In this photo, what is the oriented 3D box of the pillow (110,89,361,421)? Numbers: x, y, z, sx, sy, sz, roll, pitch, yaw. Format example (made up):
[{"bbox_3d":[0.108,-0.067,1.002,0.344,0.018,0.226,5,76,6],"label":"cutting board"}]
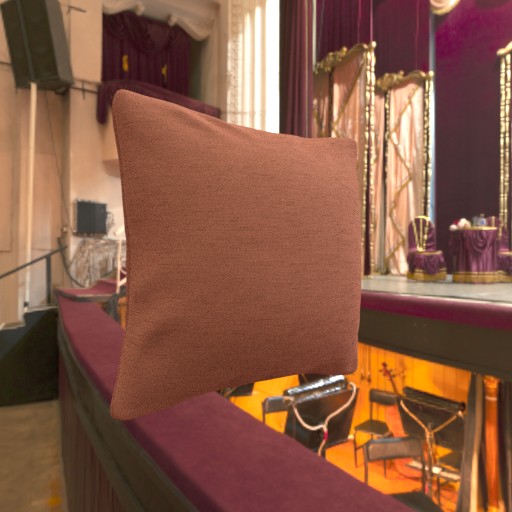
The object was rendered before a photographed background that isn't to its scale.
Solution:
[{"bbox_3d":[0.000,0.000,0.669,0.432,0.415,0.246,0,0,-35],"label":"pillow"}]
